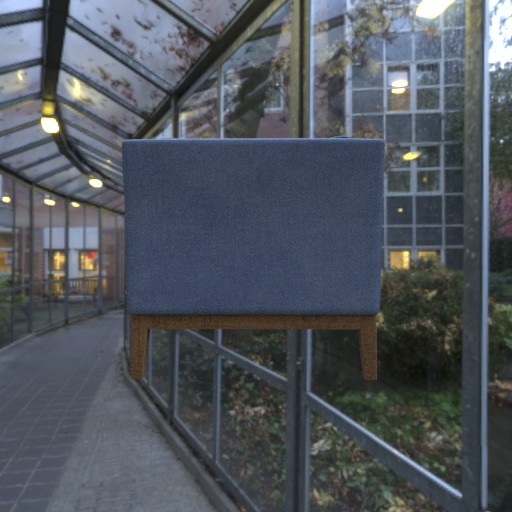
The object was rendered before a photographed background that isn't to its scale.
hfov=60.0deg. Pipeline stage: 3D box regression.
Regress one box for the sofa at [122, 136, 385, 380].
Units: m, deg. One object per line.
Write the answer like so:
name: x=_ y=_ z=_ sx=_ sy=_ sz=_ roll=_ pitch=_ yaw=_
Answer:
sofa: x=0.000 y=0.000 z=2.351 sx=0.904 sy=0.883 sz=1.779 roll=0 pitch=-1 yaw=1
